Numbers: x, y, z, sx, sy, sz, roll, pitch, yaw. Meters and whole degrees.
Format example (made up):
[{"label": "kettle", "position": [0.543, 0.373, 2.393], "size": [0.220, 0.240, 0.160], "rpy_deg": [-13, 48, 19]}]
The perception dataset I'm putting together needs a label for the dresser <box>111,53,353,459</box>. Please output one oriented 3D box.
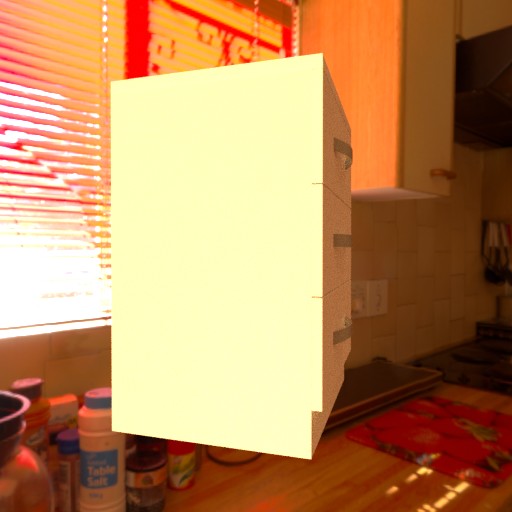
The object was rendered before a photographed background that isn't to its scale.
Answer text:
[{"label": "dresser", "position": [0.000, 0.000, 0.846], "size": [0.360, 0.560, 0.400], "rpy_deg": [0, 1, 18]}]
